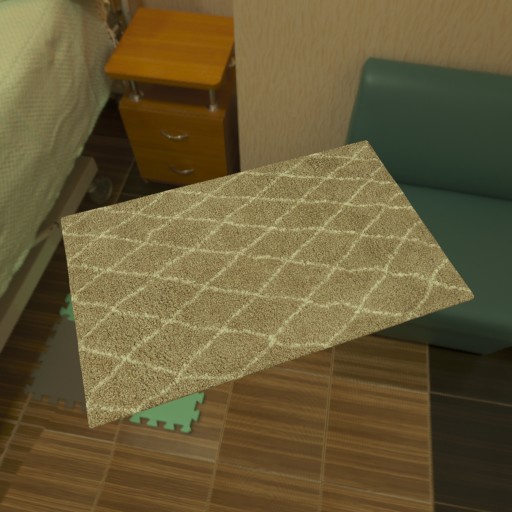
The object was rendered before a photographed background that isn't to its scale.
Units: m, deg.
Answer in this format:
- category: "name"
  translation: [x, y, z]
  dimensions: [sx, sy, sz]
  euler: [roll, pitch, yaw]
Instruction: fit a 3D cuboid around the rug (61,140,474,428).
- category: "rug"
  translation: [0.000, 0.000, 3.007]
  dimensions: [2.438, 0.030, 1.524]
  euler: [-16, 59, -10]
